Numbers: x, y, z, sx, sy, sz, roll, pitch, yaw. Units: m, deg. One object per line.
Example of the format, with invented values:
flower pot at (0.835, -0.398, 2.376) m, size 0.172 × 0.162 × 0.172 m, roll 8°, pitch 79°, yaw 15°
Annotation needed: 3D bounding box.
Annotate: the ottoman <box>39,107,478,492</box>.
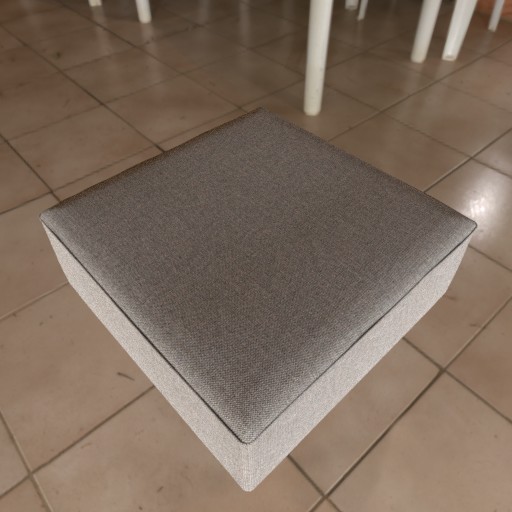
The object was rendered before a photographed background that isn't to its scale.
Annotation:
ottoman at (0.000, 0.000, 1.526) m, size 1.017 × 0.423 × 1.023 m, roll -34°, pitch 56°, yaw -27°
